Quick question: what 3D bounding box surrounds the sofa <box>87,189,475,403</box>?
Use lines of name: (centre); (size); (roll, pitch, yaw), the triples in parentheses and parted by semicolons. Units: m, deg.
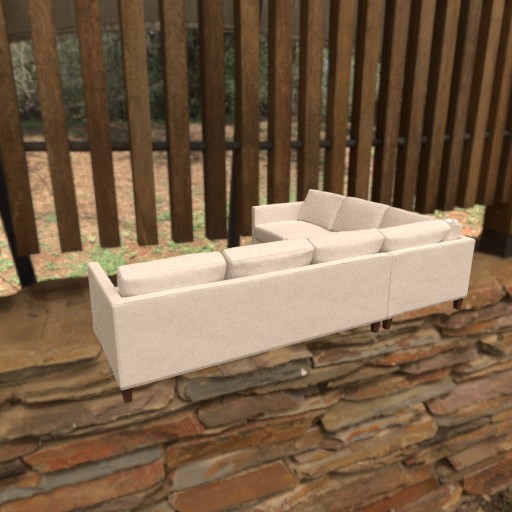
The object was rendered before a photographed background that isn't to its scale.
sofa: (0.000, 0.000, 4.317); (3.182, 0.863, 2.432); (-9, 19, -27)
